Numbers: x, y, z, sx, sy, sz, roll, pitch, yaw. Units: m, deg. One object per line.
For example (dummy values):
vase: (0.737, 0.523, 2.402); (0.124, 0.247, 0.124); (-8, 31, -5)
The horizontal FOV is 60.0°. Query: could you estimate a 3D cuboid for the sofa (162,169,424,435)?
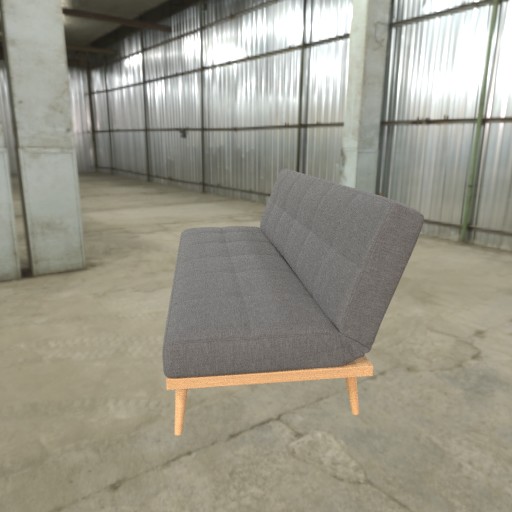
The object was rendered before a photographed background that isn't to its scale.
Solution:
sofa: (0.000, 0.000, 2.237); (0.820, 0.770, 1.820); (-2, 14, -7)
